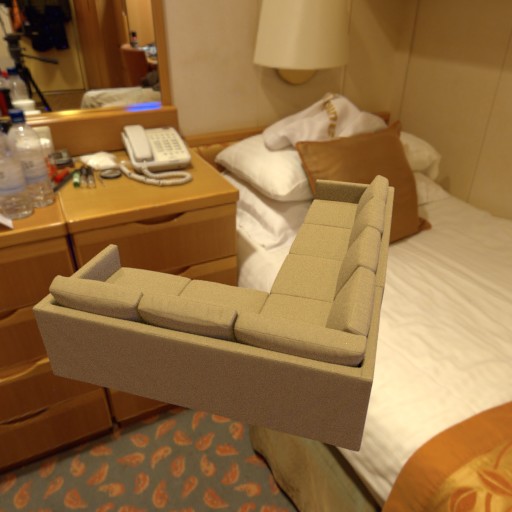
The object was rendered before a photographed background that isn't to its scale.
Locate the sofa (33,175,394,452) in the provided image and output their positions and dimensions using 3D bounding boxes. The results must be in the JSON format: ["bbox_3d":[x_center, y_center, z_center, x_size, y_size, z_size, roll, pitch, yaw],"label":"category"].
[{"bbox_3d":[0.000,0.000,4.318,2.432,0.871,3.182,9,32,15],"label":"sofa"}]
